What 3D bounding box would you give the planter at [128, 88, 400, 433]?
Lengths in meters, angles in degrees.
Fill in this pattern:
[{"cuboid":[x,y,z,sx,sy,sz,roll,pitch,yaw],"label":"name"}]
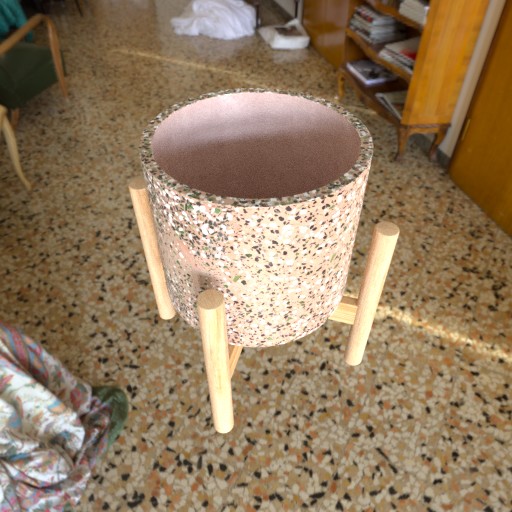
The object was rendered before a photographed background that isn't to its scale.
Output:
[{"cuboid":[0.000,0.000,0.538,0.284,0.320,0.284,29,51,27],"label":"planter"}]
